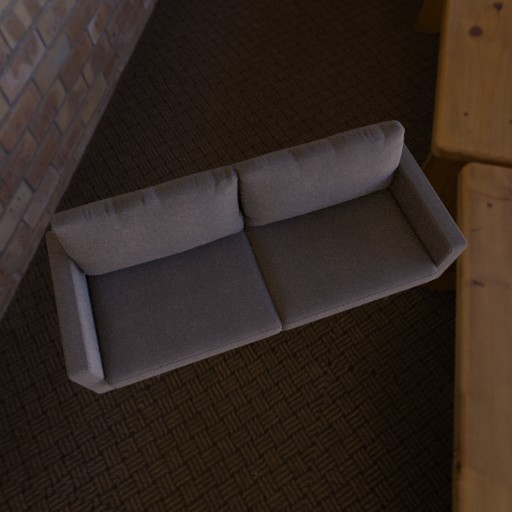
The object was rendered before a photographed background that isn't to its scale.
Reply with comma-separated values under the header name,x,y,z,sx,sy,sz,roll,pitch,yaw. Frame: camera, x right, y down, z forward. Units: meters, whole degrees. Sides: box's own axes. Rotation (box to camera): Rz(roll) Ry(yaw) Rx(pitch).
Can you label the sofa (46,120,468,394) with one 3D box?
name,x,y,z,sx,sy,sz,roll,pitch,yaw
sofa,0.000,0.000,2.512,2.100,0.880,0.880,-17,65,-8
